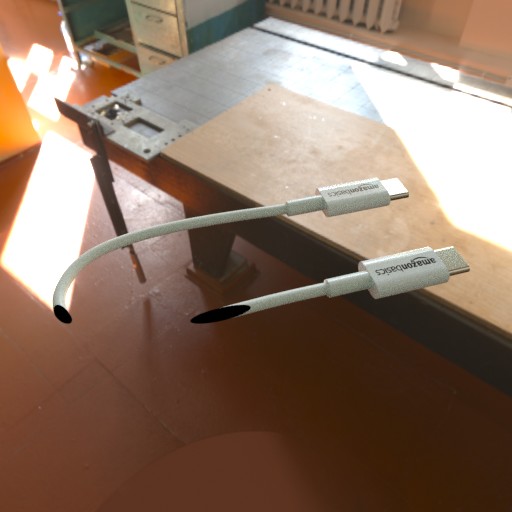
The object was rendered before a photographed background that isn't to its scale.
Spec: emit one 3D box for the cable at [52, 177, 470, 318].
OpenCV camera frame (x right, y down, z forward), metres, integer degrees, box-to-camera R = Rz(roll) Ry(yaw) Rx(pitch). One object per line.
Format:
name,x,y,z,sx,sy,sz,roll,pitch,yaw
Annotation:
cable,0.000,0.000,0.112,0.098,0.005,0.041,-12,48,-11
